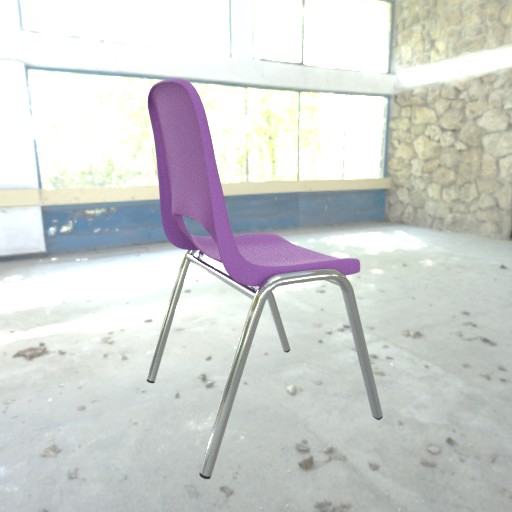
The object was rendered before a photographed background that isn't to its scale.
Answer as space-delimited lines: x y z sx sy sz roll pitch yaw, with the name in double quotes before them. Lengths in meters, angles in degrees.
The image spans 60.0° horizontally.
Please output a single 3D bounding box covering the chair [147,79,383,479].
"chair" 0.000 0.000 0.695 0.301 0.493 0.291 -6 14 -27
